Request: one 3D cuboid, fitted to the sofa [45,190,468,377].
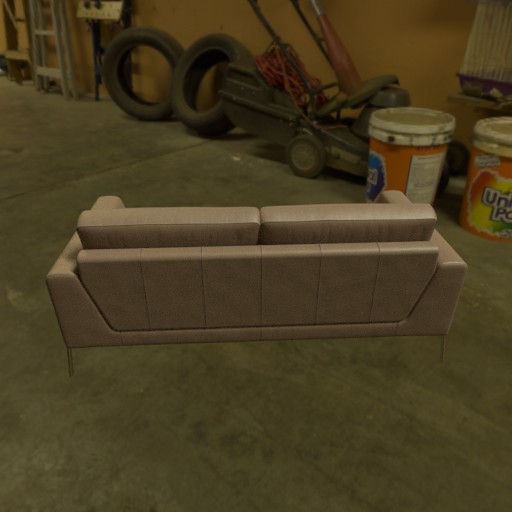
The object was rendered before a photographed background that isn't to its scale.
[{"bbox_3d":[0.000,0.000,2.562,2.017,0.875,0.953,-1,30,-3],"label":"sofa"}]
